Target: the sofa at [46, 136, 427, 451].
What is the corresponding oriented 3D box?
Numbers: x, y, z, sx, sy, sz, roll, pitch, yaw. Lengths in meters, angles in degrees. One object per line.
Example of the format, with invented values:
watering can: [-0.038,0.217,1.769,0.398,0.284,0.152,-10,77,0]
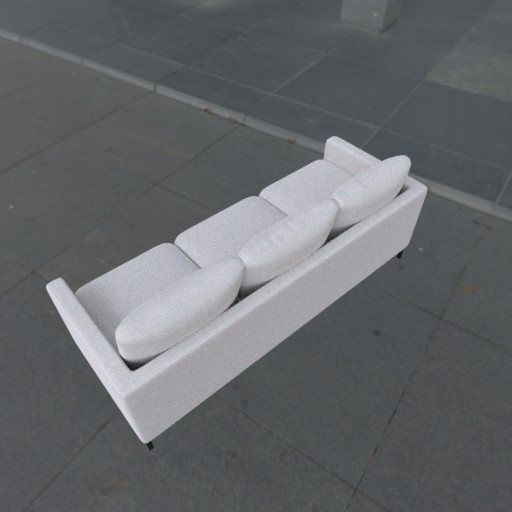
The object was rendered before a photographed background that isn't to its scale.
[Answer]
sofa: [0.000,0.000,2.746,2.218,0.874,0.859,-32,54,-26]
